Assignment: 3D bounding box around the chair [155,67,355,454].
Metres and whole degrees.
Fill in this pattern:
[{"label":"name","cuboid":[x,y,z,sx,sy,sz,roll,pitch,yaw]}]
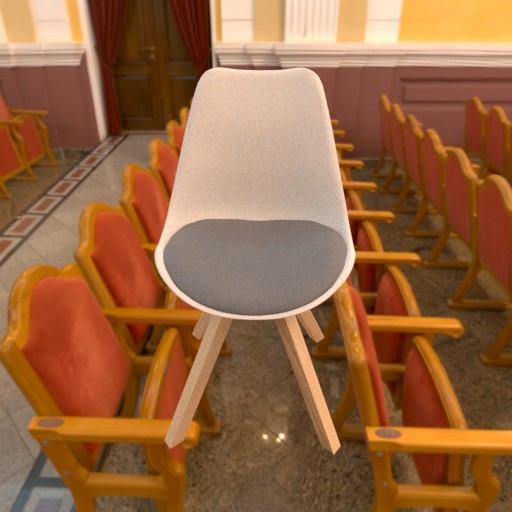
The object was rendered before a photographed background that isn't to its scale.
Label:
[{"label":"chair","cuboid":[0.000,0.000,1.148,0.485,0.850,0.550,1,29,2]}]
